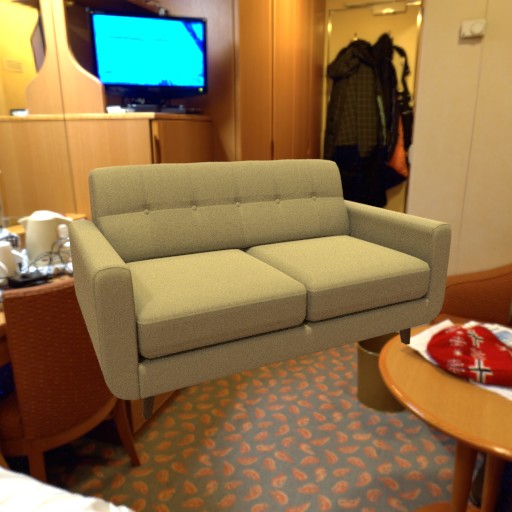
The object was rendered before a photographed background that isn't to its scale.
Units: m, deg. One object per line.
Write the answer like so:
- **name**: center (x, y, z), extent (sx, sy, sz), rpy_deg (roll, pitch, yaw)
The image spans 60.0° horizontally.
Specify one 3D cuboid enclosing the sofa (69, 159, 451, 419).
- **sofa**: center (0.000, 0.000, 2.220), extent (1.655, 0.892, 0.980), rpy_deg (-8, 18, -26)
